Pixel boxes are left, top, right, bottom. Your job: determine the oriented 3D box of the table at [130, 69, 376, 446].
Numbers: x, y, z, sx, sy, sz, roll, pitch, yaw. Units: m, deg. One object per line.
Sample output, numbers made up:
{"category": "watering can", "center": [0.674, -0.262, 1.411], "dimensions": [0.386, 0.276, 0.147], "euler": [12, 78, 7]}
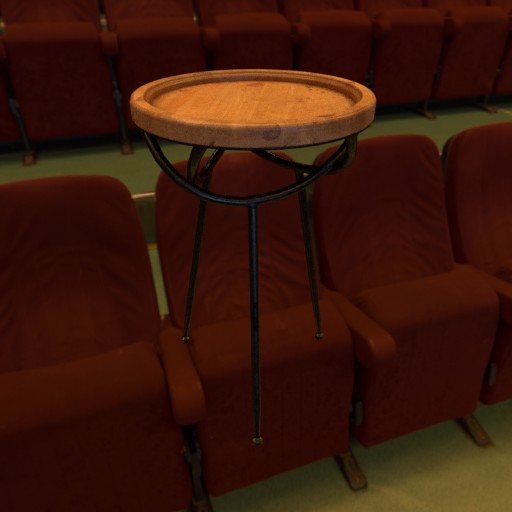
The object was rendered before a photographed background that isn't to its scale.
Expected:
{"category": "table", "center": [0.000, 0.000, 0.929], "dimensions": [0.418, 0.664, 0.414], "euler": [-10, 34, -16]}
